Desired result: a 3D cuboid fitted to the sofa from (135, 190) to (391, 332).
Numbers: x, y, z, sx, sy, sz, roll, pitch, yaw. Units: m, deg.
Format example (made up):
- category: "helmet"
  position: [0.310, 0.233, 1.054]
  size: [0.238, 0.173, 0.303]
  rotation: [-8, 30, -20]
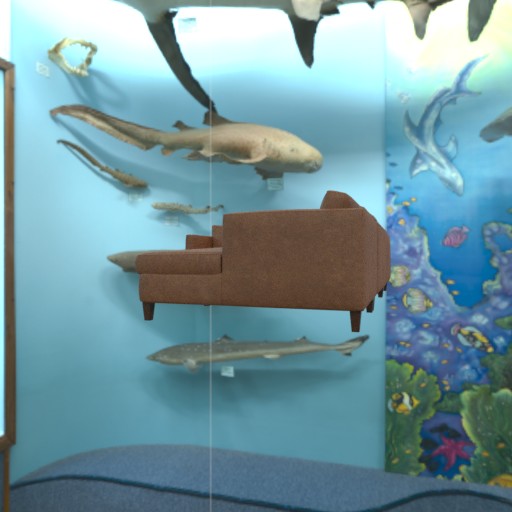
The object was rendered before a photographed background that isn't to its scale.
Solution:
- category: "sofa"
  position: [0.000, 0.000, 4.672]
  size: [2.593, 0.923, 3.460]
  rotation: [0, 0, 19]
